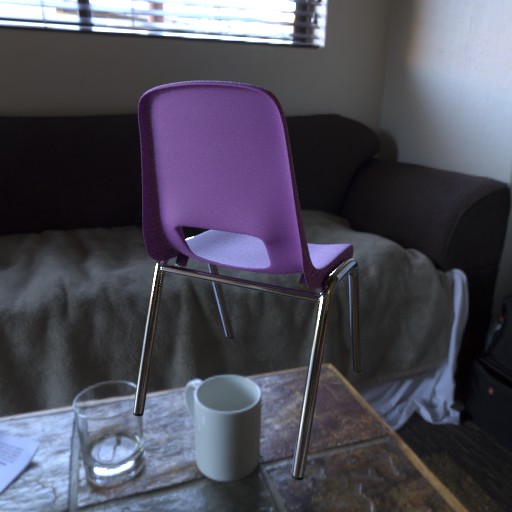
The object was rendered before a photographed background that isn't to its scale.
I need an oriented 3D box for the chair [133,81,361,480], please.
[{"bbox_3d":[0.000,0.000,0.690,0.291,0.493,0.301,9,20,26],"label":"chair"}]
